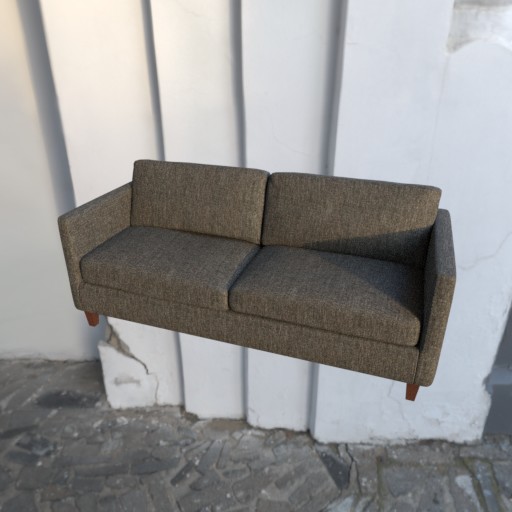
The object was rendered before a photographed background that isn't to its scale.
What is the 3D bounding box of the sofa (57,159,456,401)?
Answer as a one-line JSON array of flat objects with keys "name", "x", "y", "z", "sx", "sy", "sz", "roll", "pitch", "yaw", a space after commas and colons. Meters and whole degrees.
[{"name": "sofa", "x": 0.000, "y": 0.000, "z": 2.767, "sx": 2.208, "sy": 0.960, "sz": 0.948, "roll": 9, "pitch": 28, "yaw": 17}]
